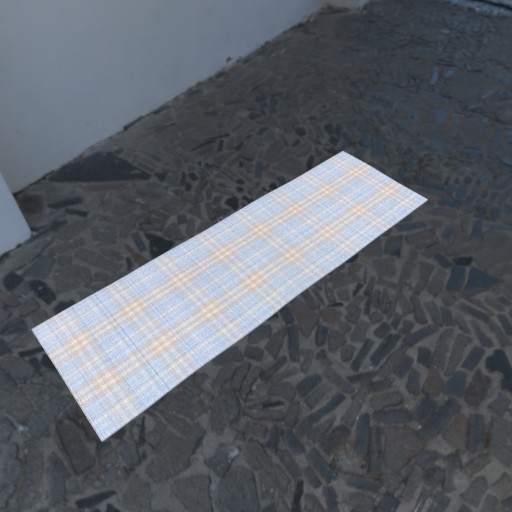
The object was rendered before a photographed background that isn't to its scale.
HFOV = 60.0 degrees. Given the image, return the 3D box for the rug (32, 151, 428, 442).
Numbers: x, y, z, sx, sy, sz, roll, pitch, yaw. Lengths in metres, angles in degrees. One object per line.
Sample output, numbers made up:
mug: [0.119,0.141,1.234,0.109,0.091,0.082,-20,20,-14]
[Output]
rug: [0.000,0.000,2.655,2.439,0.013,0.762,-33,55,-26]
